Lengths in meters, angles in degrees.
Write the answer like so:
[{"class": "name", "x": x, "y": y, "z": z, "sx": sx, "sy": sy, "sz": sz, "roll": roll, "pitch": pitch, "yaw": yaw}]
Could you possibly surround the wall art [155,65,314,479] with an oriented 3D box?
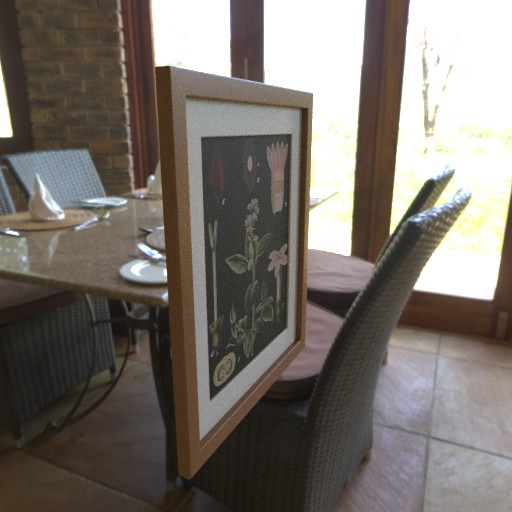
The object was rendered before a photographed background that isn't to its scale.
[{"class": "wall art", "x": 0.000, "y": 0.000, "z": 0.753, "sx": 0.021, "sy": 0.550, "sz": 0.449, "roll": 8, "pitch": 18, "yaw": 26}]
